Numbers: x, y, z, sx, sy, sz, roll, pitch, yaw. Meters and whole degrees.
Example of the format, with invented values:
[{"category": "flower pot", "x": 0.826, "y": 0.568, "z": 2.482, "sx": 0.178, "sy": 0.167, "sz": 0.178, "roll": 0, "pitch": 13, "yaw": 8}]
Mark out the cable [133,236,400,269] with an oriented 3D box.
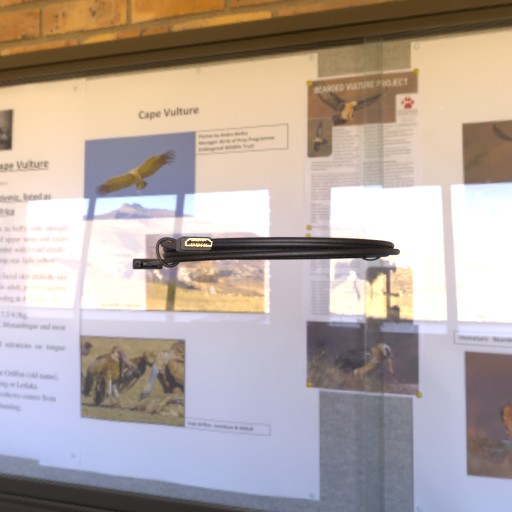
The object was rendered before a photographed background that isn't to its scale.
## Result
[{"category": "cable", "x": 0.000, "y": 0.000, "z": 0.503, "sx": 0.257, "sy": 0.030, "sz": 0.422, "roll": 1, "pitch": -2, "yaw": -17}]
